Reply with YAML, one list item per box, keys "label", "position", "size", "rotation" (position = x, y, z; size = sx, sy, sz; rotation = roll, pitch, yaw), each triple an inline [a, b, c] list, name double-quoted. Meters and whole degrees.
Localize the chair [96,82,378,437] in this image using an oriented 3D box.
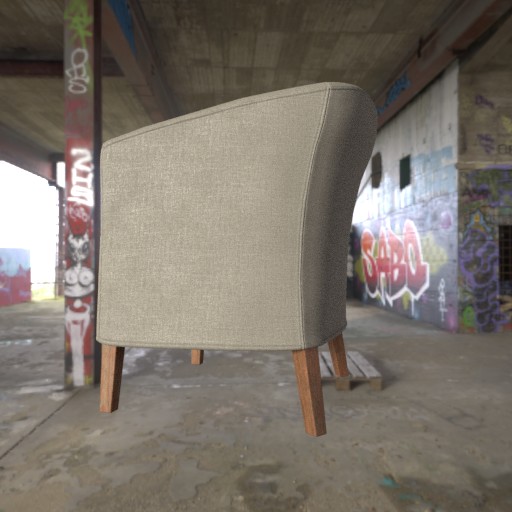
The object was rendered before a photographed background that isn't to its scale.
- label: "chair"
  position: [0.000, 0.000, 1.261]
  size: [0.668, 0.771, 0.600]
  rotation: [0, 0, 17]
